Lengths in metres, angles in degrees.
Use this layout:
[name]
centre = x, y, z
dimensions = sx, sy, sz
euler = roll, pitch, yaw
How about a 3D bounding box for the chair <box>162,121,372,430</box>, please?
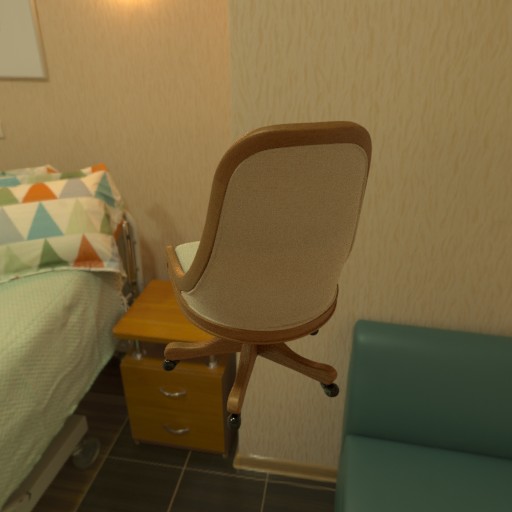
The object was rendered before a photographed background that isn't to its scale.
[chair]
centre = 0.000, 0.000, 1.557
dimensions = 0.702, 1.009, 0.811
euler = -8, 26, -17
